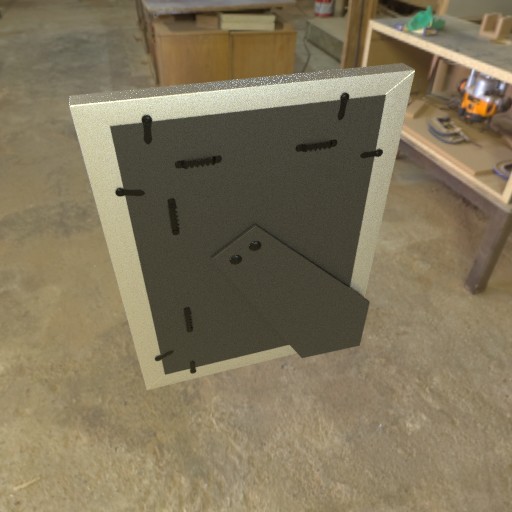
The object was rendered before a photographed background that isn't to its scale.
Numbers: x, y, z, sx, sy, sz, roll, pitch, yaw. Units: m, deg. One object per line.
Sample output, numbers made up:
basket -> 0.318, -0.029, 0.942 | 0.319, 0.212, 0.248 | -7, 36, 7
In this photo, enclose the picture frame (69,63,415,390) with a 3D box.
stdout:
picture frame -> 0.000, 0.000, 0.506 | 0.307, 0.386, 0.036 | -11, 41, -13
